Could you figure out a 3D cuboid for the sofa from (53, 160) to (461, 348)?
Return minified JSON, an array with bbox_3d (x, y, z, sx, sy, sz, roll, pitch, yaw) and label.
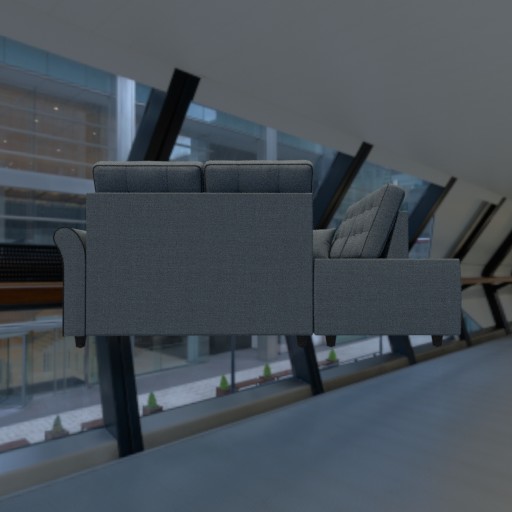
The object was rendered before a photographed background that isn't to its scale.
[{"bbox_3d":[0.000,0.000,3.273,2.070,0.988,2.068,0,-1,-1],"label":"sofa"}]
